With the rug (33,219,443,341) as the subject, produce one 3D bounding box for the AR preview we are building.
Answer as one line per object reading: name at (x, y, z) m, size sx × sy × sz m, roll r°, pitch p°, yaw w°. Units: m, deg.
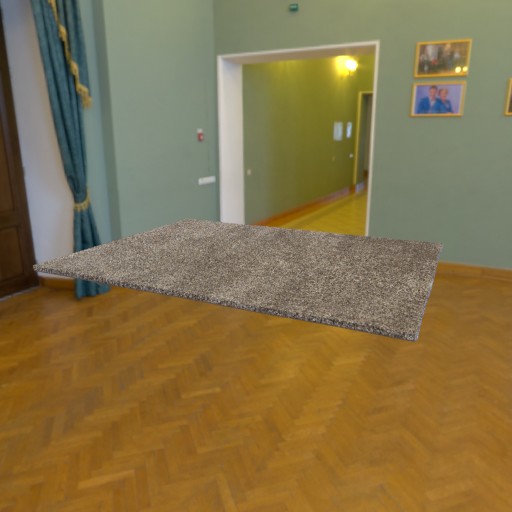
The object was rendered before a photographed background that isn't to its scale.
rug at (0.000, 0.000, 2.130) m, size 1.601 × 0.025 × 1.198 m, roll 7°, pitch 17°, yaw 24°
